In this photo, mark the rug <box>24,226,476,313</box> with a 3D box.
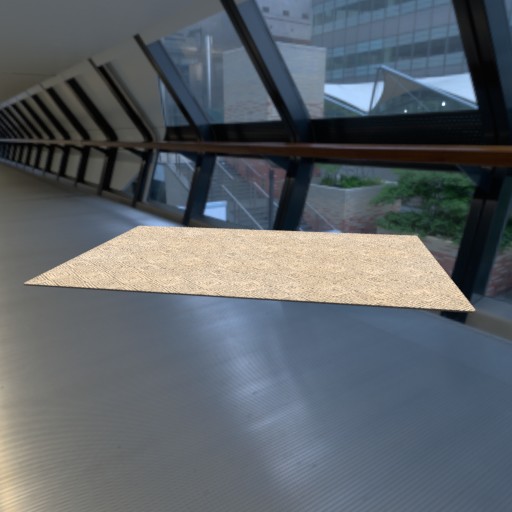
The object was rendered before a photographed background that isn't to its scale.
[{"bbox_3d":[0.000,0.000,2.273,1.783,0.008,1.175,3,16,9],"label":"rug"}]
